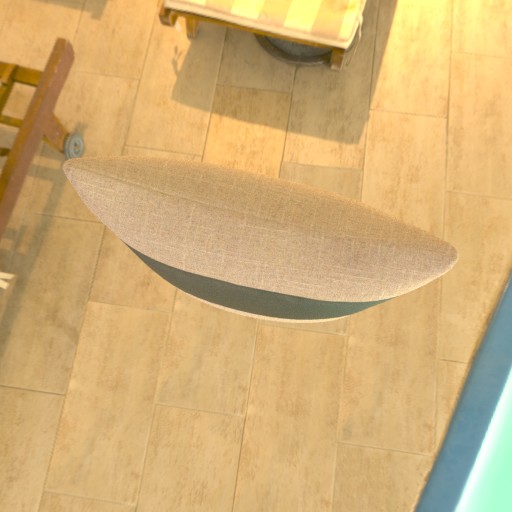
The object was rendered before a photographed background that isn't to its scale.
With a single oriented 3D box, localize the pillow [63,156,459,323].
[{"bbox_3d":[0.000,0.000,0.639,0.414,0.399,0.173,14,77,3],"label":"pillow"}]
